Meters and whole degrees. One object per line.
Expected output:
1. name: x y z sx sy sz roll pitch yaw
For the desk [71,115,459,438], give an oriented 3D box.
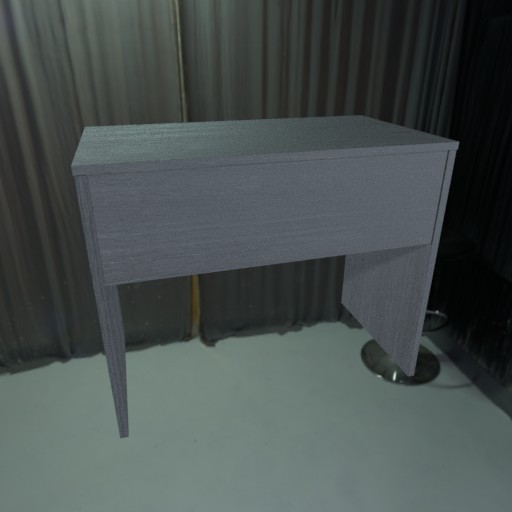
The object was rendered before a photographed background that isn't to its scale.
1. desk: 0.000 0.000 1.342 0.893 0.724 0.498 -7 26 -15
